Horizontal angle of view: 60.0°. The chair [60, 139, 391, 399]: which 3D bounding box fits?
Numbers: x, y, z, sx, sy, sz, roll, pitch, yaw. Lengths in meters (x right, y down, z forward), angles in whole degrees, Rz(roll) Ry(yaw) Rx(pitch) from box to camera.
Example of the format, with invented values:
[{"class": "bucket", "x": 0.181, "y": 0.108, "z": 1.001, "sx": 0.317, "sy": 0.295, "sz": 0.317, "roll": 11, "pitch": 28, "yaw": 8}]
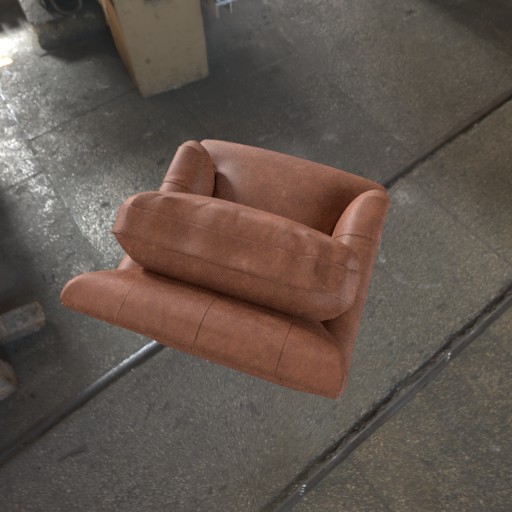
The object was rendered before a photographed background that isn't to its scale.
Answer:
[{"class": "chair", "x": 0.000, "y": 0.000, "z": 1.929, "sx": 0.986, "sy": 1.055, "sz": 1.158, "roll": 17, "pitch": 63, "yaw": 9}]
